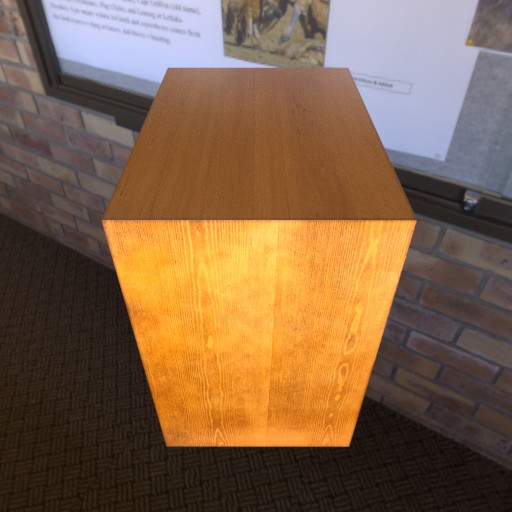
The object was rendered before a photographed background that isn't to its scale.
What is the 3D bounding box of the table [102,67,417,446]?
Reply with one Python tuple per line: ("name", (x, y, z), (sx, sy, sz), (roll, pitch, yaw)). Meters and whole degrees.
("table", (0.000, 0.000, 0.956), (0.400, 0.605, 0.550), (0, 41, 0))
